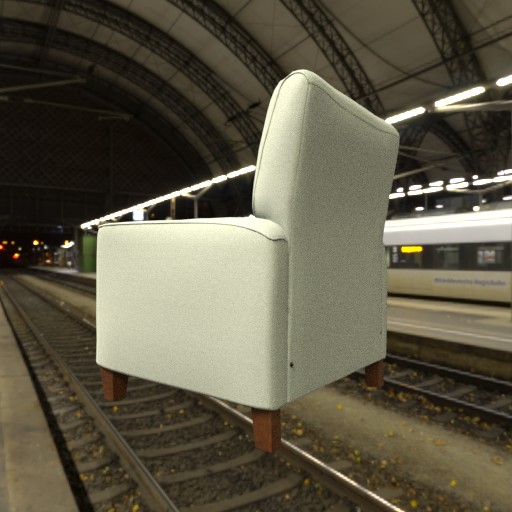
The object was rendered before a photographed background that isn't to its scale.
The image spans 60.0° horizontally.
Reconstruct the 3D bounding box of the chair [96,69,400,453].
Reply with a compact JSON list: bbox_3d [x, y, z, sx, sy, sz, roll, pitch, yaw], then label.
[{"bbox_3d":[0.000,0.000,1.627,0.846,1.007,0.853,0,0,37],"label":"chair"}]
